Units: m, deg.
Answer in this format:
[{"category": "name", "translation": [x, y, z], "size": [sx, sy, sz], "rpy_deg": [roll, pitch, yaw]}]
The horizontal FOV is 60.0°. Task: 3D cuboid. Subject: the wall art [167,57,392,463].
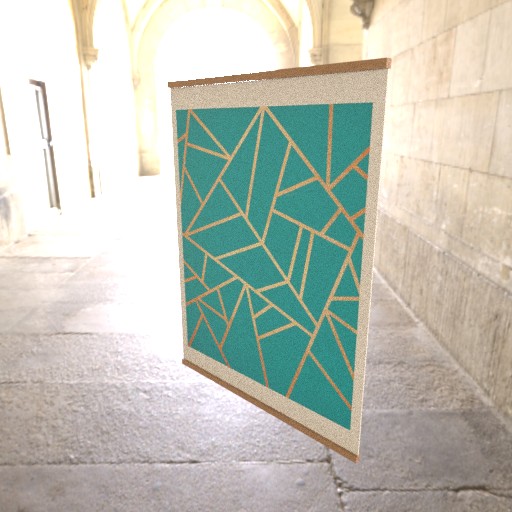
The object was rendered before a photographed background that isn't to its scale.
[{"category": "wall art", "translation": [0.000, 0.000, 0.790], "size": [0.459, 0.608, 0.012], "rpy_deg": [15, 22, 41]}]
